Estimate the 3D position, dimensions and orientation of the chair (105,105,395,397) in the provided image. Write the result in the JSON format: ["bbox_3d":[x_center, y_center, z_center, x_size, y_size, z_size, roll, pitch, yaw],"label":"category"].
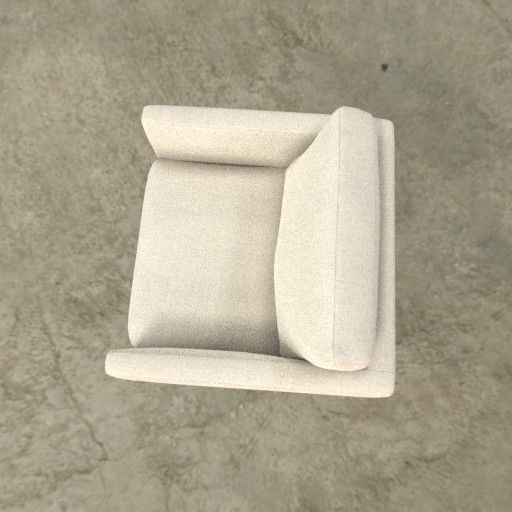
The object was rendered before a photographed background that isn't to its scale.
[{"bbox_3d":[0.000,0.000,1.752,0.959,0.919,0.996,4,77,1],"label":"chair"}]
